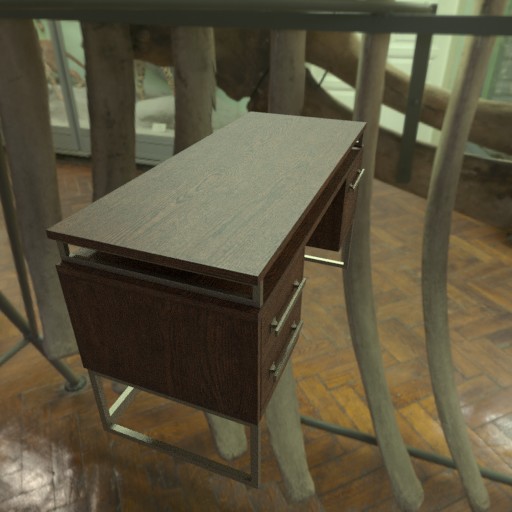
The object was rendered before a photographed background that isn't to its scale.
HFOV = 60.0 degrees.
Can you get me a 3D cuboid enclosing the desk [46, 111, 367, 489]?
[{"bbox_3d":[0.000,0.000,1.791,0.610,0.792,1.384,12,33,18],"label":"desk"}]
